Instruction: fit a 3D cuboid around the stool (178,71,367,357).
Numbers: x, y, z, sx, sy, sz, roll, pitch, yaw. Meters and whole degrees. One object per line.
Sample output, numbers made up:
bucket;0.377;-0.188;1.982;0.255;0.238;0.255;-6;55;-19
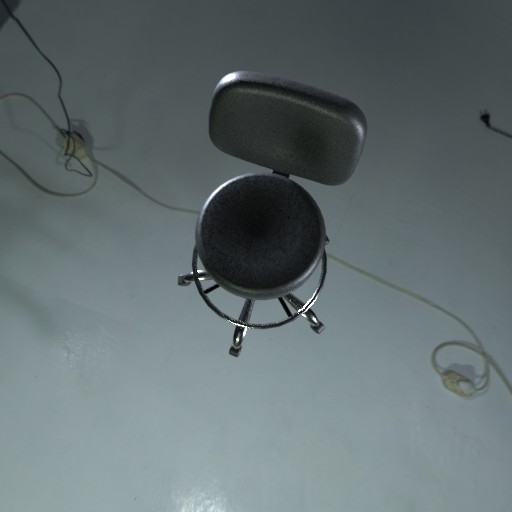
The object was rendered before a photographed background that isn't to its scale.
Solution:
stool;0.000;0.000;1.504;0.694;1.069;0.658;17;76;4
